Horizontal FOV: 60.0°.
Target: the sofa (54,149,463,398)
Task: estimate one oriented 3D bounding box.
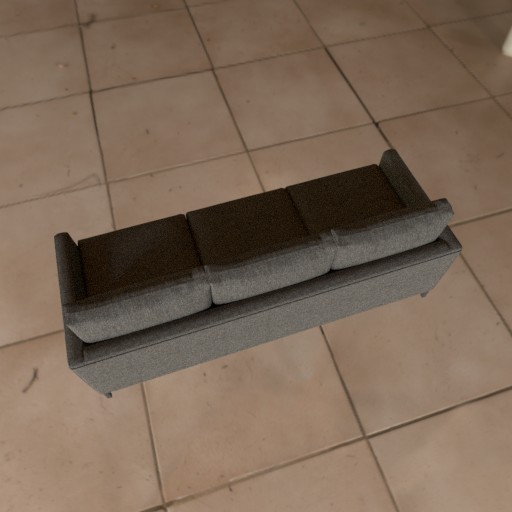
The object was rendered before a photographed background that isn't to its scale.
[{"bbox_3d":[0.000,0.000,2.719,2.253,0.879,0.876,-16,59,-10],"label":"sofa"}]
